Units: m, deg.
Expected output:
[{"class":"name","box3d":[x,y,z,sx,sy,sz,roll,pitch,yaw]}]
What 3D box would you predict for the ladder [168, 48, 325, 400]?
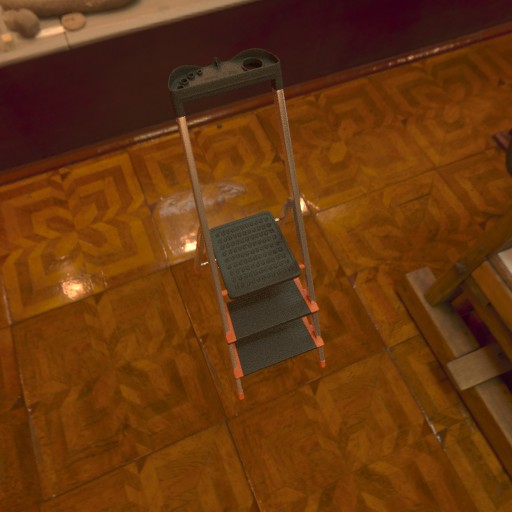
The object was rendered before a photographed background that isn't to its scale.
[{"class":"ladder","box3d":[0.000,0.000,1.568,0.416,1.229,0.686,-19,65,-9]}]
